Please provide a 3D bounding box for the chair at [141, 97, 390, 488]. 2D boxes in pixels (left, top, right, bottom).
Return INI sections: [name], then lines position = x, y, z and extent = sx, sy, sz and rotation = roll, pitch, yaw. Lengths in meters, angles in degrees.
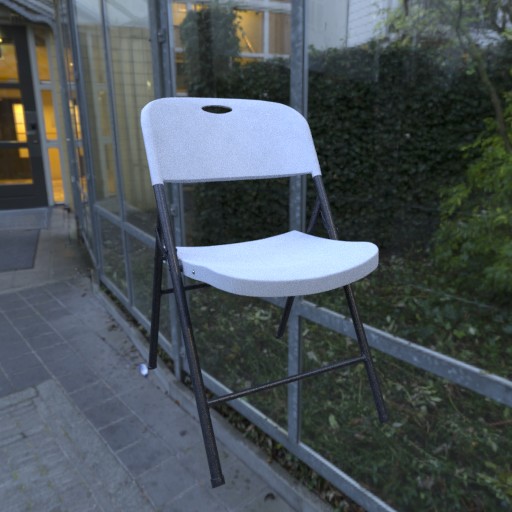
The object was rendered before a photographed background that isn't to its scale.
[chair]
position = 0.000, 0.000, 1.161
extent = 0.494, 0.810, 0.566
rotation = -8, 18, -26
